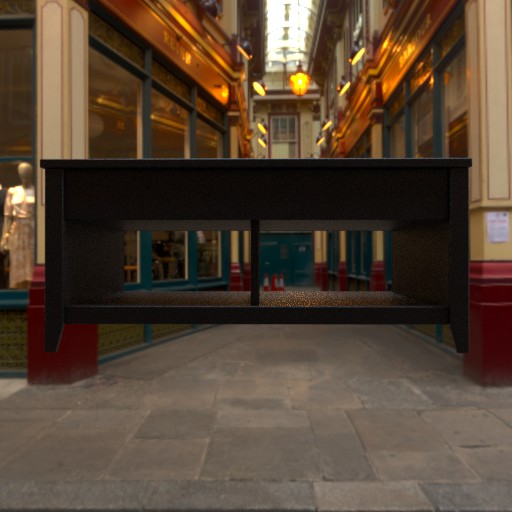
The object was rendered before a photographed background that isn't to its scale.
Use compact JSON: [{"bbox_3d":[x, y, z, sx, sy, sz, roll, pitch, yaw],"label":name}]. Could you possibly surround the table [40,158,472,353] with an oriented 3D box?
[{"bbox_3d":[0.000,0.000,1.280,1.016,0.457,0.483,0,0,1],"label":"table"}]
